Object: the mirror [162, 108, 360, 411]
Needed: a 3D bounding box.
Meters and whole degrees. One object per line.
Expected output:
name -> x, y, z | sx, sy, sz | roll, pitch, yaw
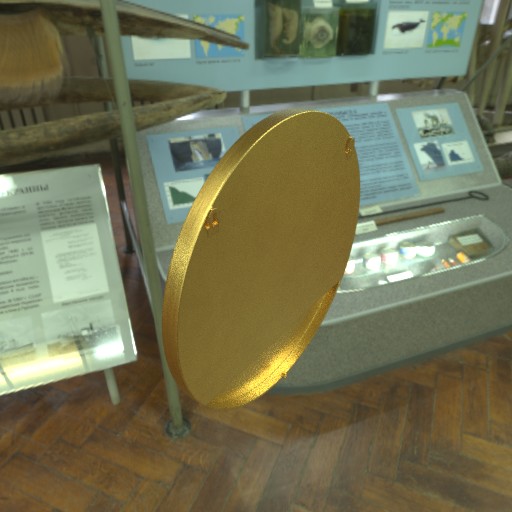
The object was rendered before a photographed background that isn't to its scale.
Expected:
mirror -> 0.000, 0.000, 0.698 | 0.133, 0.457, 0.457 | 22, 38, 31
